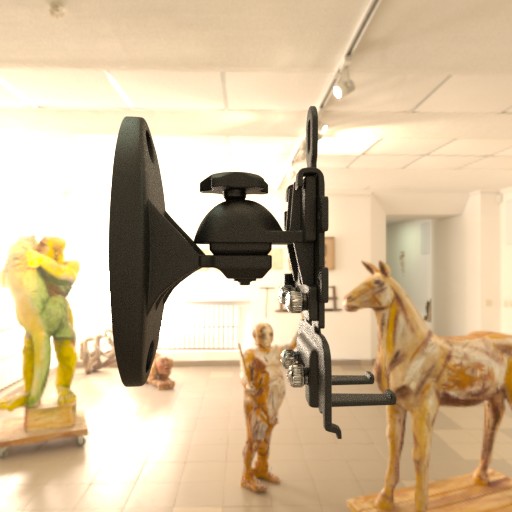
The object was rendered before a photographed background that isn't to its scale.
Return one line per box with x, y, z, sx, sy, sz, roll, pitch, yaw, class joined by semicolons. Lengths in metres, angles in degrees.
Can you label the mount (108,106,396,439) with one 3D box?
0.000;0.000;0.174;0.100;0.118;0.066;0;0;-2;mount
